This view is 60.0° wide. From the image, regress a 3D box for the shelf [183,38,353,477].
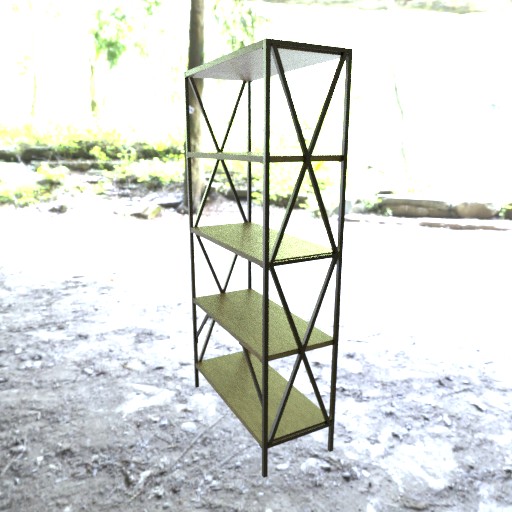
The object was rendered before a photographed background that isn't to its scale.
[{"bbox_3d":[0.000,0.000,2.220,0.386,1.803,0.874,-7,16,-27],"label":"shelf"}]
